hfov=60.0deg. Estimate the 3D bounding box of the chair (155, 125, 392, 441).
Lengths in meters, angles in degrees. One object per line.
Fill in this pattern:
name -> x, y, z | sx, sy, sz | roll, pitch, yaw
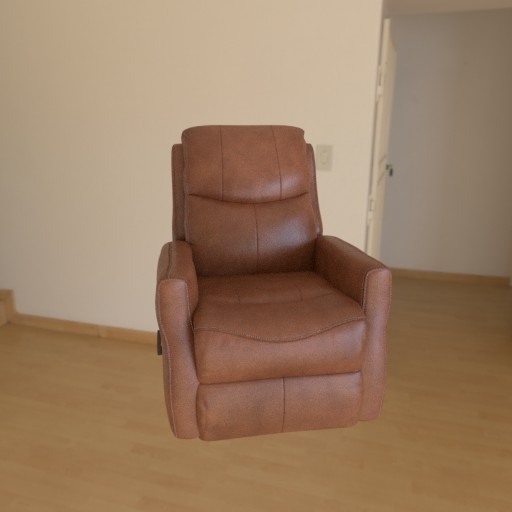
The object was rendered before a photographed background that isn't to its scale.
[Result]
chair -> 0.000, 0.000, 1.793 | 0.821, 1.016, 1.072 | -2, 17, -8
